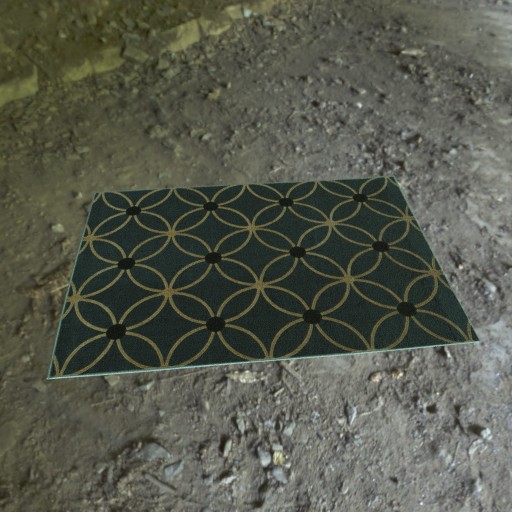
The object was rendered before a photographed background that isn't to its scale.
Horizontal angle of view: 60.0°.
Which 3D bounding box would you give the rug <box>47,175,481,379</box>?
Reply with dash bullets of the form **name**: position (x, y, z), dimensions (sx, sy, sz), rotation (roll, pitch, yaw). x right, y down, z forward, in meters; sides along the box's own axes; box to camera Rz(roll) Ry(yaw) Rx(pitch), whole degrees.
- **rug**: position (0.000, 0.000, 2.826), dimensions (2.284, 0.008, 1.522), rotation (-4, 46, -4)
